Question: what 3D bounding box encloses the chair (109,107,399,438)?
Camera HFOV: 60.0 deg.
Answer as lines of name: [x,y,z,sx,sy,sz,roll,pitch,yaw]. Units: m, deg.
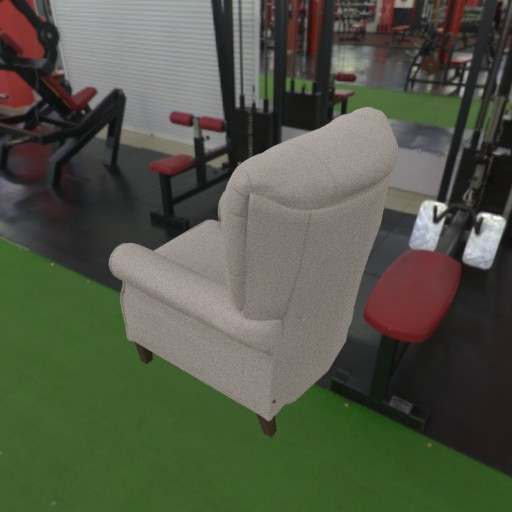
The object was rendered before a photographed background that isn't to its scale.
chair: [0.000,0.000,1.914,1.025,1.209,0.942,20,37,30]
